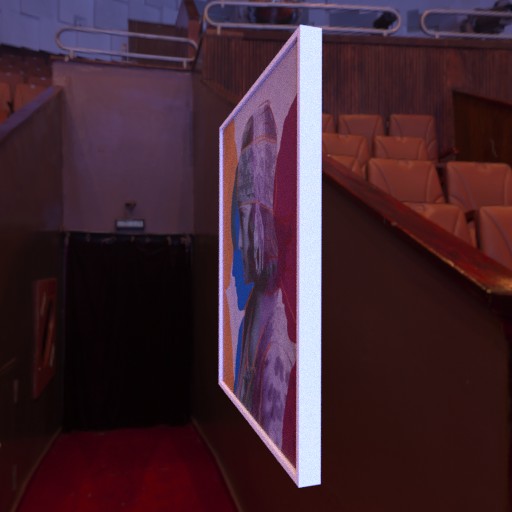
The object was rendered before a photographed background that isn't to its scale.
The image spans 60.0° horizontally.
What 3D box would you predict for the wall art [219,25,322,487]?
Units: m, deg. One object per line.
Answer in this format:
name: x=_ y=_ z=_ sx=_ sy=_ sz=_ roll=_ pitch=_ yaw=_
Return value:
wall art: x=0.000 y=0.000 z=0.741 sx=0.030 sy=0.549 sz=0.443 roll=0 pitch=0 yaw=-17
